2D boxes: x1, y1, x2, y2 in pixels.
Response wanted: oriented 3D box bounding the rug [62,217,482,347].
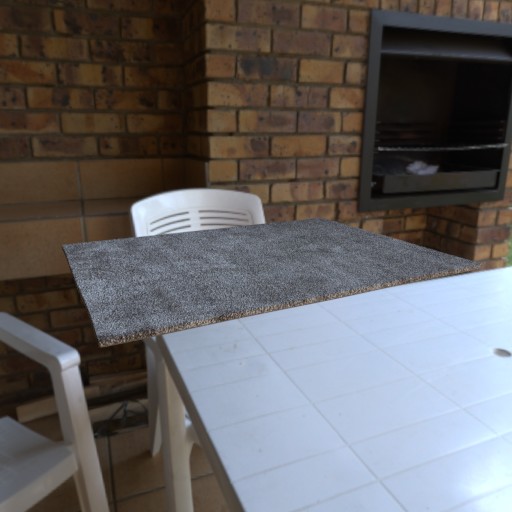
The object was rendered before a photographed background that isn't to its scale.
[{"bbox_3d":[0.000,0.000,2.090,1.601,0.025,1.198,-8,18,-26],"label":"rug"}]
